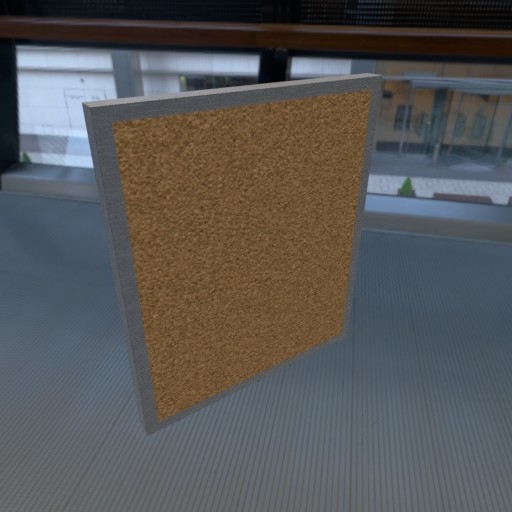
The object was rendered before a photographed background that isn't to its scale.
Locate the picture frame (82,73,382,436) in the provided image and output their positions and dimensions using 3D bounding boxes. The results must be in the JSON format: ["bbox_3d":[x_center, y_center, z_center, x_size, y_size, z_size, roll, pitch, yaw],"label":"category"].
[{"bbox_3d":[0.000,0.000,0.523,0.327,0.378,0.027,-18,34,-29],"label":"picture frame"}]
